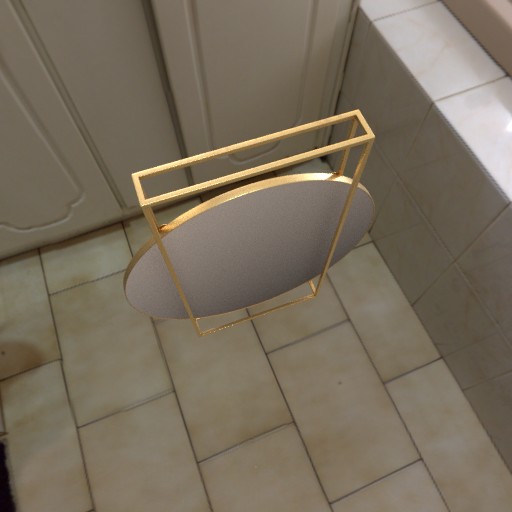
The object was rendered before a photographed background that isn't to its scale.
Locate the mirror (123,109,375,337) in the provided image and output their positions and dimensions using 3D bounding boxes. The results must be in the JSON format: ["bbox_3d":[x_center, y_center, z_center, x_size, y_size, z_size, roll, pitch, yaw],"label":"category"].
[{"bbox_3d":[0.000,0.000,0.841,0.508,0.603,0.051,-18,66,-8],"label":"mirror"}]
